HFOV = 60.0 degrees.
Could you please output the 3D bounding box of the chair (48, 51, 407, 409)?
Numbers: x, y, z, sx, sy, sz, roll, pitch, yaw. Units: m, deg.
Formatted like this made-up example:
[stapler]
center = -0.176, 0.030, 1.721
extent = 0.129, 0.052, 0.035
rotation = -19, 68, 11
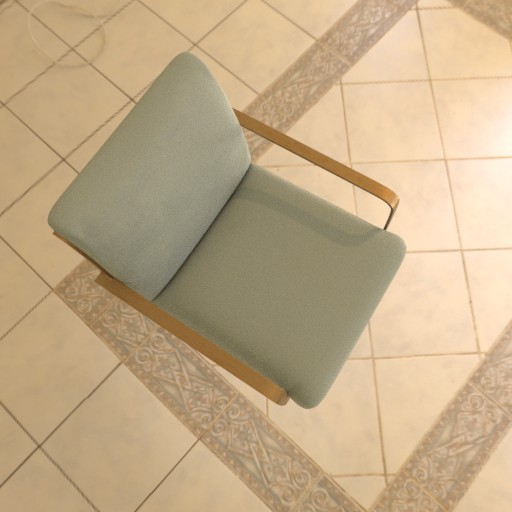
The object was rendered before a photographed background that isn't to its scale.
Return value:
[chair]
center = 0.000, 0.000, 1.450
extent = 0.842, 0.824, 0.701
rotation = 32, 77, 8
